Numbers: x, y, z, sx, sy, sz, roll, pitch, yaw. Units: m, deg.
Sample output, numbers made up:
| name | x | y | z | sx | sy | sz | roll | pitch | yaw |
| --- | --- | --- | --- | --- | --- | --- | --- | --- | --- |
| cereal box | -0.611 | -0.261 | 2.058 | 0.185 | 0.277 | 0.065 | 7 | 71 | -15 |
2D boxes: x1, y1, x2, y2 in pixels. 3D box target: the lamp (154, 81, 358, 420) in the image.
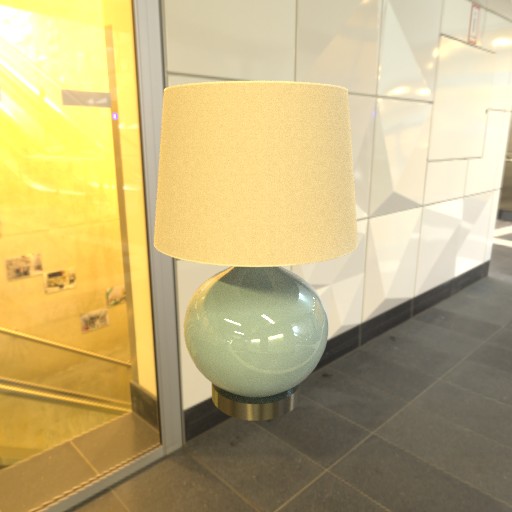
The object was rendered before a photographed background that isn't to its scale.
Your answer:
| name | x | y | z | sx | sy | sz | roll | pitch | yaw |
| --- | --- | --- | --- | --- | --- | --- | --- | --- | --- |
| lamp | 0.000 | 0.000 | 0.553 | 0.247 | 0.387 | 0.247 | 0 | 15 | 0 |
